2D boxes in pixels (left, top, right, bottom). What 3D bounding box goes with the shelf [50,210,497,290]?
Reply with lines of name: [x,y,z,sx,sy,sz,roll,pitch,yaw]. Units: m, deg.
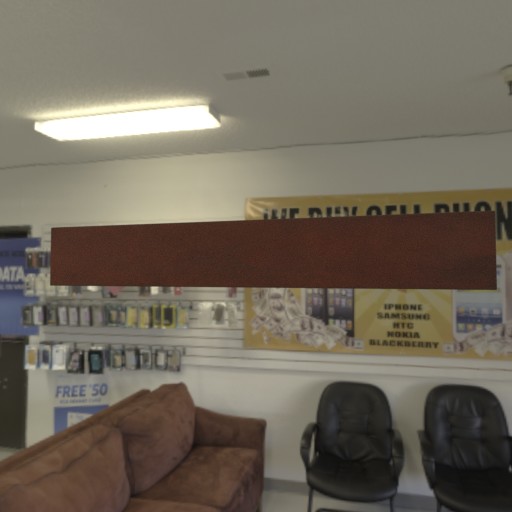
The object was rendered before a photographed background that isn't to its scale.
shelf: [0.000,0.000,0.655,0.607,0.088,0.152,-1,-2,17]
